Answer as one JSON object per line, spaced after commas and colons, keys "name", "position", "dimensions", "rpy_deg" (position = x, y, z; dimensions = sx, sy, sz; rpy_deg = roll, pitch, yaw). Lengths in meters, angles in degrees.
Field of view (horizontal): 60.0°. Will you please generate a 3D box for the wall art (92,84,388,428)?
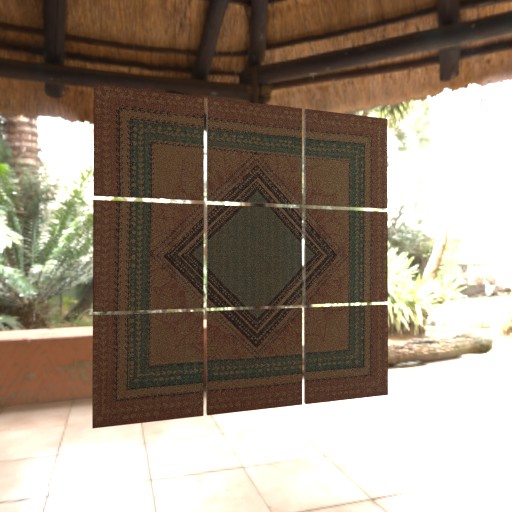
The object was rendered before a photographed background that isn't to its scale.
{"name": "wall art", "position": [0.000, 0.000, 1.326], "dimensions": [0.915, 0.914, 0.013], "rpy_deg": [0, -1, -19]}
